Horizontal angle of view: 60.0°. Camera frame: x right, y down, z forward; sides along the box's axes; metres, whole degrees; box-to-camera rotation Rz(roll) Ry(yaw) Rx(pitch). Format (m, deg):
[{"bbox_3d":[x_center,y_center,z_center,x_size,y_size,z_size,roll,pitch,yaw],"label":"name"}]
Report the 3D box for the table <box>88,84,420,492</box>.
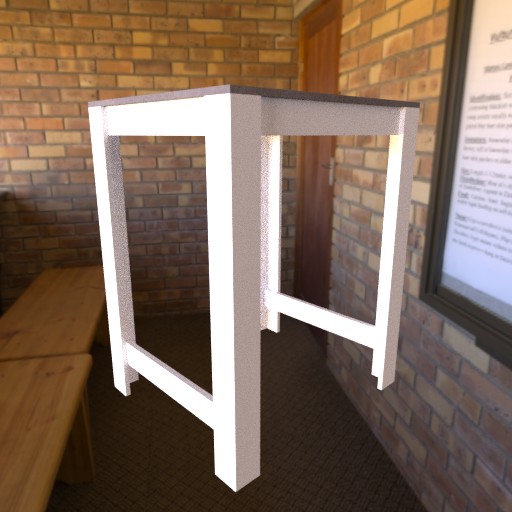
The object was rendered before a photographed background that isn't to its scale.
[{"bbox_3d":[0.000,0.000,1.552,0.800,1.020,0.700,-14,21,-41],"label":"table"}]
